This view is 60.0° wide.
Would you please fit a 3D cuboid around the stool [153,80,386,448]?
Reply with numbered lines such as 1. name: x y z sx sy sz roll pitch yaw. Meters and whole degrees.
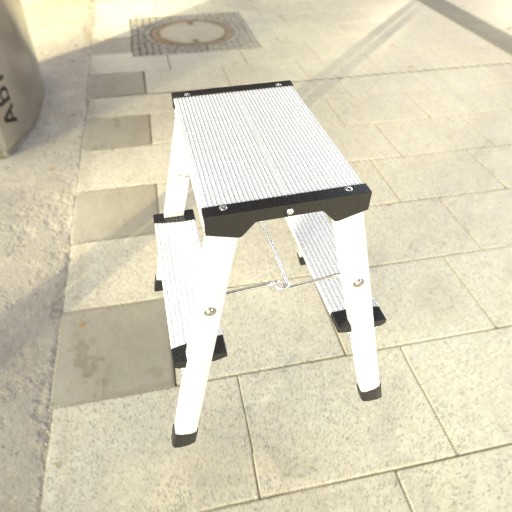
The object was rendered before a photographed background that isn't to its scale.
1. stool: 0.000 0.000 0.792 0.405 0.480 0.404 -10 45 -10
